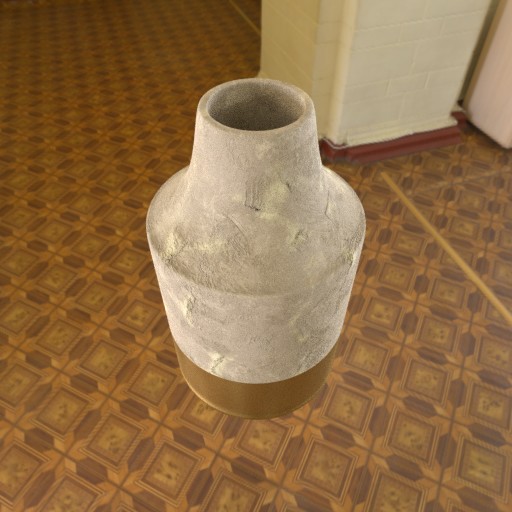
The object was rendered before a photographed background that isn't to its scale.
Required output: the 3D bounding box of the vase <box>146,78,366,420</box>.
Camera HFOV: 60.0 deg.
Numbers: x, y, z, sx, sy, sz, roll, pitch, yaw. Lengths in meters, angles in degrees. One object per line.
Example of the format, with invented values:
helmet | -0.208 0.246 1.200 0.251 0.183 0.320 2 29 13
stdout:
vase | 0.000 0.000 0.414 0.184 0.305 0.184 0 47 0
